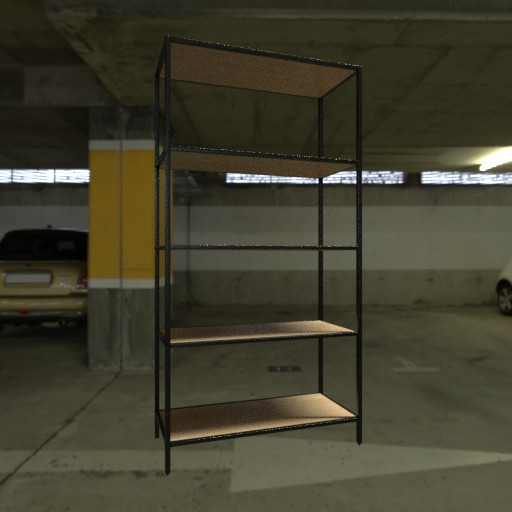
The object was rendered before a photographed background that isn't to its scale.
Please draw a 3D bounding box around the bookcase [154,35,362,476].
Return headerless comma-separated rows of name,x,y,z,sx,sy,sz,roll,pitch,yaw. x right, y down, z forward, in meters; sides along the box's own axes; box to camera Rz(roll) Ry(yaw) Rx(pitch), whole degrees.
bookcase,0.000,0.000,1.794,0.770,1.500,0.350,0,0,-19
